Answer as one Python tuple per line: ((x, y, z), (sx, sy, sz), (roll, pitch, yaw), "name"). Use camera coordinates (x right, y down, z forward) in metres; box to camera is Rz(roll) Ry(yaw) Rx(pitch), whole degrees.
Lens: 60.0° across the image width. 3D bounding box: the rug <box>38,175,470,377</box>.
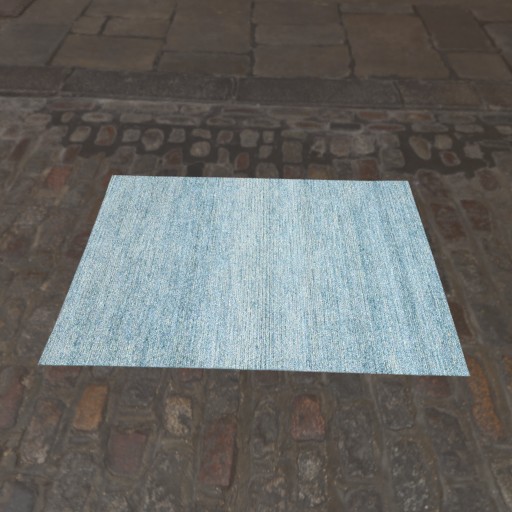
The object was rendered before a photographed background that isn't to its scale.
((0.000, 0.000, 2.833), (2.260, 0.026, 1.611), (1, 48, 1), "rug")
